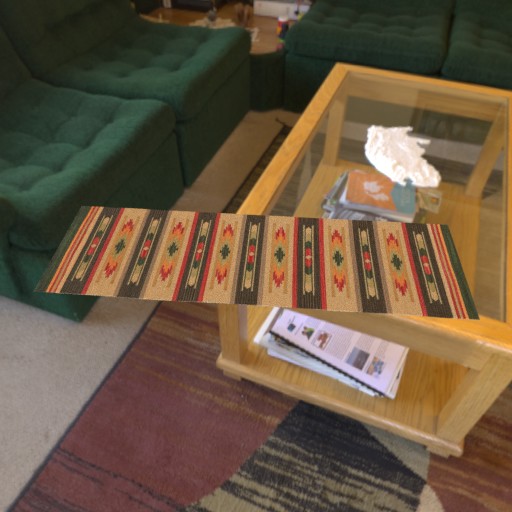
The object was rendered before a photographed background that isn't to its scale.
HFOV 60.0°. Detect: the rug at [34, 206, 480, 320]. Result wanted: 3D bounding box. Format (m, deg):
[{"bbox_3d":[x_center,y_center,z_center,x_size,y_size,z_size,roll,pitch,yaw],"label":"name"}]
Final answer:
[{"bbox_3d":[0.000,0.000,2.680,2.440,0.009,0.760,3,46,3],"label":"rug"}]
